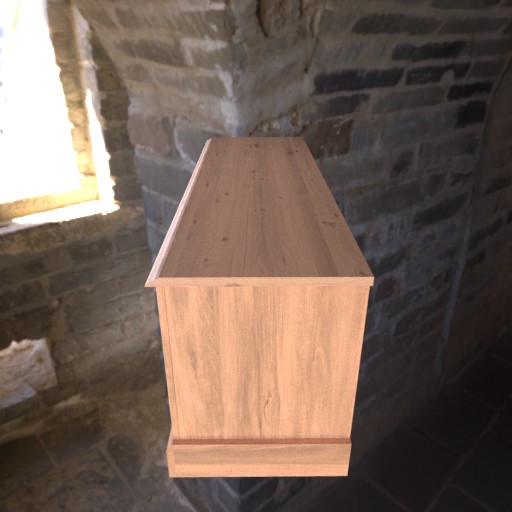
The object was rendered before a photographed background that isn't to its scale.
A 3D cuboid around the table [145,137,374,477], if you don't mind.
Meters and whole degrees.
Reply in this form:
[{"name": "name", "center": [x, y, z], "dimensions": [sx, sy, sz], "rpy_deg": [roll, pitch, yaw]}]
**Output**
[{"name": "table", "center": [0.000, 0.000, 1.418], "dimensions": [0.400, 0.510, 1.200], "rpy_deg": [0, 26, 0]}]
